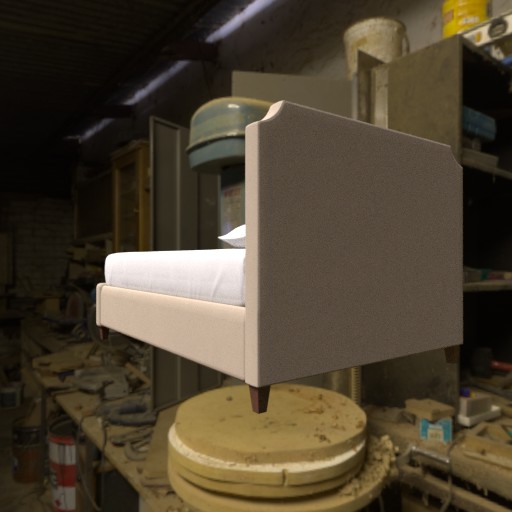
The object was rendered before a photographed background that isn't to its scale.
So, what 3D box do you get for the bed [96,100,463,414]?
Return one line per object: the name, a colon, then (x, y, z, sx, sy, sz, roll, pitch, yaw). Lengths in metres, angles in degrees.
bed: (0.000, 0.000, 3.362, 1.703, 1.415, 2.329, 0, 0, -36)
